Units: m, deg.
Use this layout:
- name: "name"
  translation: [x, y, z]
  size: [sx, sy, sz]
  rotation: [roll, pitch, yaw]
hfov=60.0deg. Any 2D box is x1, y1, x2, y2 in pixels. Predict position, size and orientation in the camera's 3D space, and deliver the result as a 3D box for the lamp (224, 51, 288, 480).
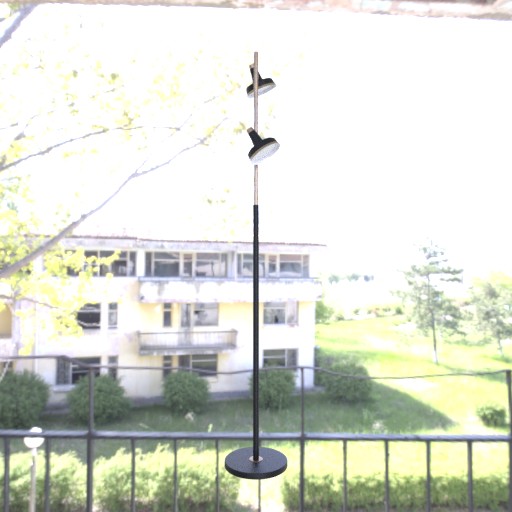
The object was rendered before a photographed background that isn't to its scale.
- name: "lamp"
  translation: [0.000, 0.000, 1.798]
  size: [0.253, 1.674, 0.351]
  rotation: [0, -2, 0]
